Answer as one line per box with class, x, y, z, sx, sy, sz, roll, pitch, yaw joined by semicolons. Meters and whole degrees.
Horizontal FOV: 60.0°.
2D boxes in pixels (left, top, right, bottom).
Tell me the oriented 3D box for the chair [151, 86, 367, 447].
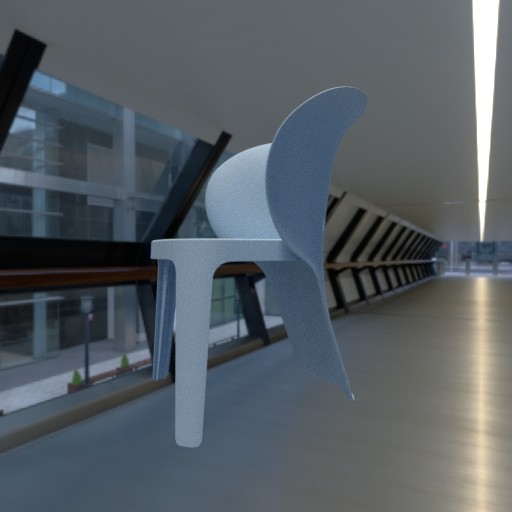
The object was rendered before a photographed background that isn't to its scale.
chair;0.000;0.000;0.870;0.402;0.554;0.451;0;1;-19
